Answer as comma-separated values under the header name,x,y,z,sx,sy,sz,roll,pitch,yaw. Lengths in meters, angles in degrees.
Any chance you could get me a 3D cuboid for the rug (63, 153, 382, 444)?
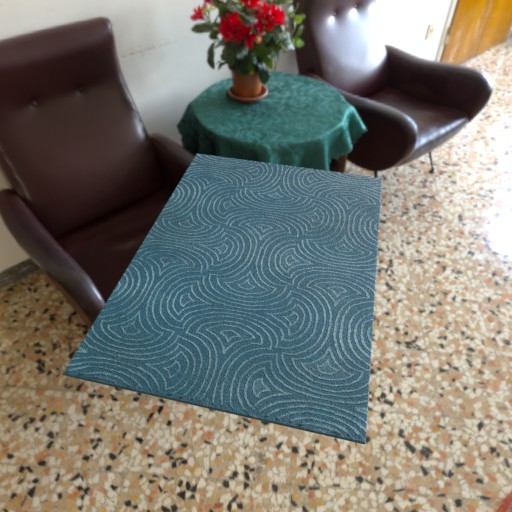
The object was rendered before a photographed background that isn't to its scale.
name,x,y,z,sx,sy,sz,roll,pitch,yaw
rug,0.000,0.000,2.897,1.543,0.015,2.144,10,46,9
